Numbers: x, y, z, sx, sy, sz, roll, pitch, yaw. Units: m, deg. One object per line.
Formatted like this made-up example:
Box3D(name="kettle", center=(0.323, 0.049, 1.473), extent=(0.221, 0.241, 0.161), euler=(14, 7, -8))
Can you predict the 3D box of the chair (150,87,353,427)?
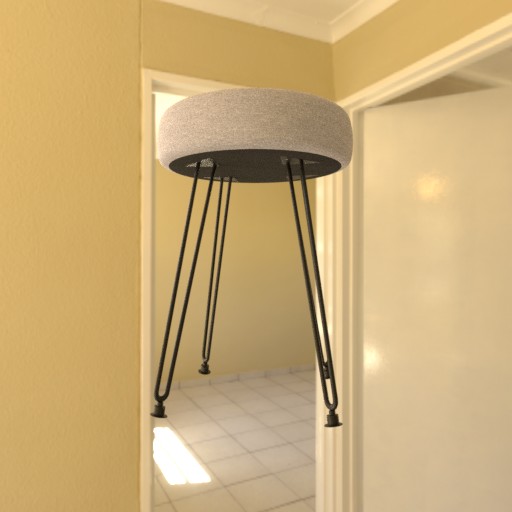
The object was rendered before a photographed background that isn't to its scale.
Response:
Box3D(name="chair", center=(0.000, 0.000, 0.699), extent=(0.350, 0.440, 0.350), euler=(0, 0, -37))
